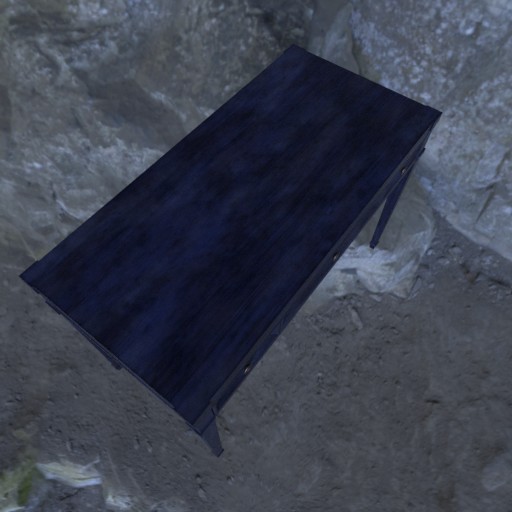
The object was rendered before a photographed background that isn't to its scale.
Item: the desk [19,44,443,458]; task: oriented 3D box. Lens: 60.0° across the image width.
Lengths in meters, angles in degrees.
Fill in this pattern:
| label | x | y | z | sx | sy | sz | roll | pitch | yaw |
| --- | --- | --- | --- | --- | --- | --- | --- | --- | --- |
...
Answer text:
| label | x | y | z | sx | sy | sz | roll | pitch | yaw |
| --- | --- | --- | --- | --- | --- | --- | --- | --- | --- |
| desk | 0.000 | 0.000 | 1.730 | 0.630 | 0.861 | 1.289 | 33 | 65 | 18 |
